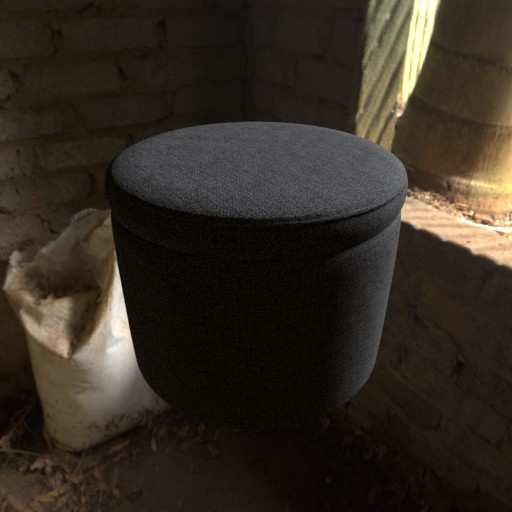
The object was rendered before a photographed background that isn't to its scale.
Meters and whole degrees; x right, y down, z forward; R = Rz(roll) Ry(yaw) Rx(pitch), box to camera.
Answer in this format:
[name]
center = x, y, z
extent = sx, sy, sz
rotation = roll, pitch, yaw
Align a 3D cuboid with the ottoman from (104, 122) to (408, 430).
[ottoman]
center = 0.000, 0.000, 0.876
extent = 0.520, 0.430, 0.520
rotation = 0, 31, 0
